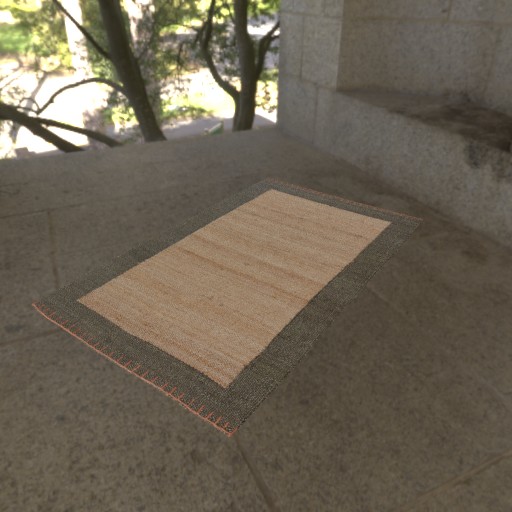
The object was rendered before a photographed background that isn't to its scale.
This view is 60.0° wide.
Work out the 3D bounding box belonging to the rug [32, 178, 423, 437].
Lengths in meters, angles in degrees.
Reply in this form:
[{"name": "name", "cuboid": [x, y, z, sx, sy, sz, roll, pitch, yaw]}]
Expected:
[{"name": "rug", "cuboid": [0.000, 0.000, 3.017, 1.521, 0.006, 2.435, 21, 37, 30]}]
